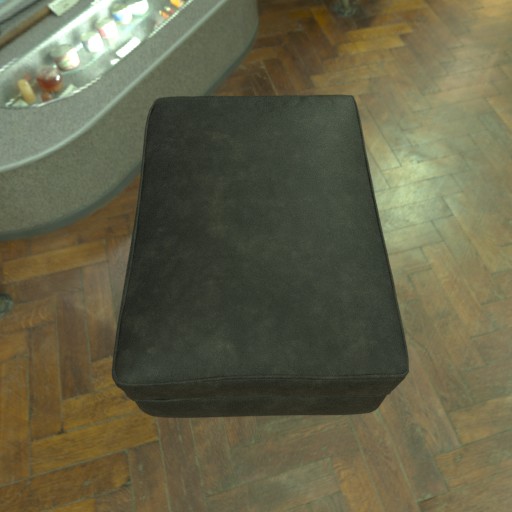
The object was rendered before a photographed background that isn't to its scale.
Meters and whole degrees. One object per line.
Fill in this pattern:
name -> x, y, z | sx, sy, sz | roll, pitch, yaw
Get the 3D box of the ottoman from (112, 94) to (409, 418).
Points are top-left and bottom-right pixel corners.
ottoman -> 0.000, 0.000, 0.981 | 0.501, 0.413, 0.665 | -1, 59, -1
